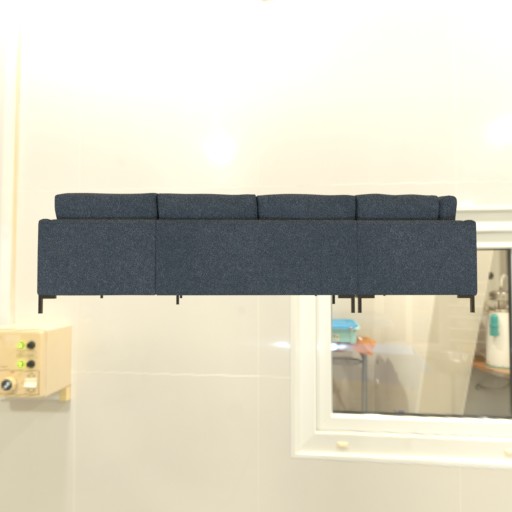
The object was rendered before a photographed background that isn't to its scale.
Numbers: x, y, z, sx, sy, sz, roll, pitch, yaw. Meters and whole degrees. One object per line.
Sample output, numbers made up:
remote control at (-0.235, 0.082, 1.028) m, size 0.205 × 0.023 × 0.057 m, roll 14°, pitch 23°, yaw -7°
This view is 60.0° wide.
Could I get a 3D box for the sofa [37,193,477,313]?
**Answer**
sofa at (0.000, 0.000, 3.898) m, size 2.956 × 0.813 × 2.007 m, roll 0°, pitch -2°, yaw -1°
